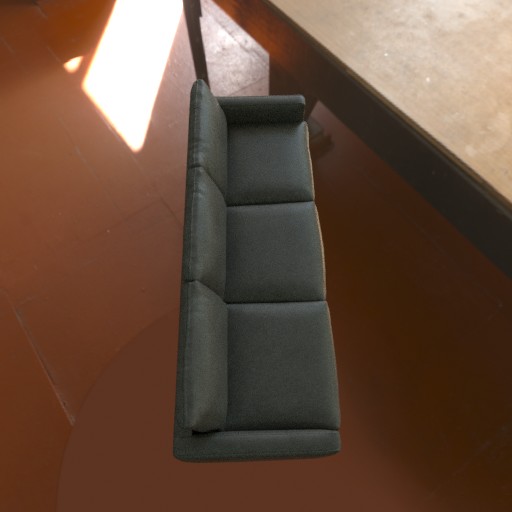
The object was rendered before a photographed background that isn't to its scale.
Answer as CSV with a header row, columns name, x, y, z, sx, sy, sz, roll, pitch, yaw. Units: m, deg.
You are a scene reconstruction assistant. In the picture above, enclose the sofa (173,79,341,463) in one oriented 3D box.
name,x,y,z,sx,sy,sz,roll,pitch,yaw
sofa,0.000,0.000,2.413,0.748,0.805,2.029,-2,64,-1
